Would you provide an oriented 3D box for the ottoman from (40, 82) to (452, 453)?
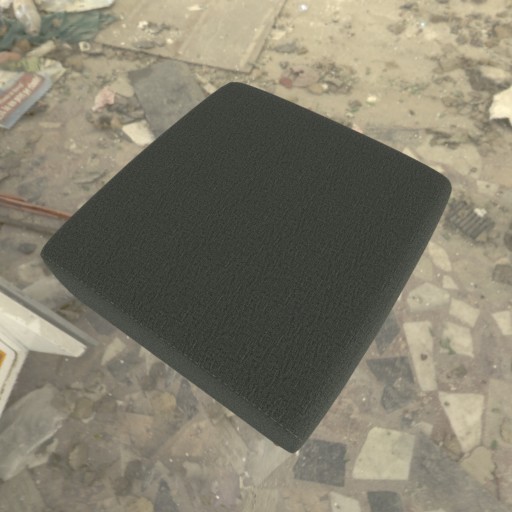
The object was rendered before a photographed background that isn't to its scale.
[{"bbox_3d":[0.000,0.000,1.051,0.649,0.398,0.650,31,63,17],"label":"ottoman"}]
